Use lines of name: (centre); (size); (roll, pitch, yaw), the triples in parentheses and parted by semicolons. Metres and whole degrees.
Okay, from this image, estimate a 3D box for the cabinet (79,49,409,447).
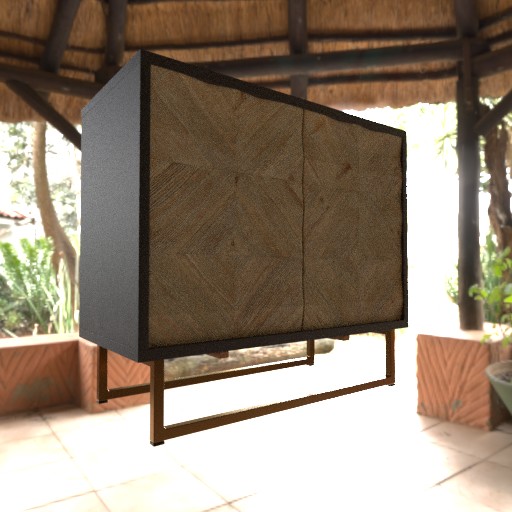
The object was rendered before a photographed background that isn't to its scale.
cabinet: (0.000, 0.000, 1.399); (0.950, 0.860, 0.451); (1, -2, -37)
